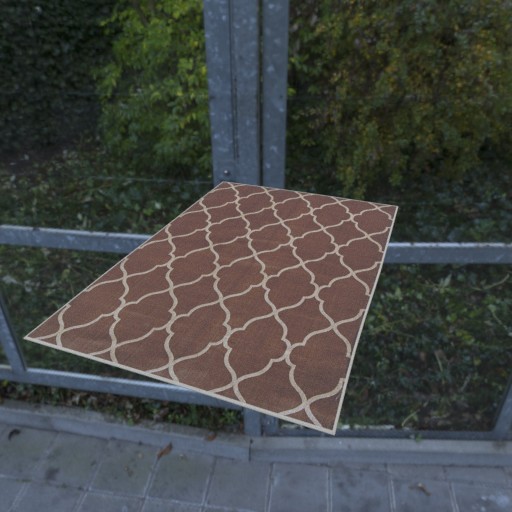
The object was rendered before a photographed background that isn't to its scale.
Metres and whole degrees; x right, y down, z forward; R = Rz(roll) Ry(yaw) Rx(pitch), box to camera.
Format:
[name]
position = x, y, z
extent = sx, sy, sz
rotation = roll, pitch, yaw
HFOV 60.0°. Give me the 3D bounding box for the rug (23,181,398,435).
[rug]
position = 0.000, 0.000, 2.818
extent = 1.528, 0.014, 2.294
rotation = 11, 32, 18
